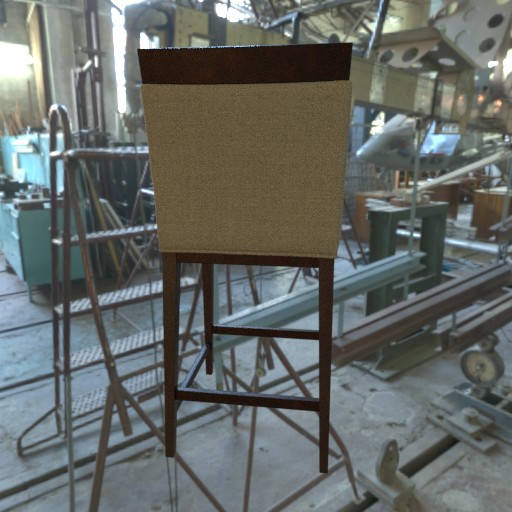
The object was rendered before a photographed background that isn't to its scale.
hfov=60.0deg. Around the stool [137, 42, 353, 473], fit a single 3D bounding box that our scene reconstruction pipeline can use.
[{"bbox_3d":[0.000,0.000,1.238,0.463,1.011,0.480,2,15,8],"label":"stool"}]
